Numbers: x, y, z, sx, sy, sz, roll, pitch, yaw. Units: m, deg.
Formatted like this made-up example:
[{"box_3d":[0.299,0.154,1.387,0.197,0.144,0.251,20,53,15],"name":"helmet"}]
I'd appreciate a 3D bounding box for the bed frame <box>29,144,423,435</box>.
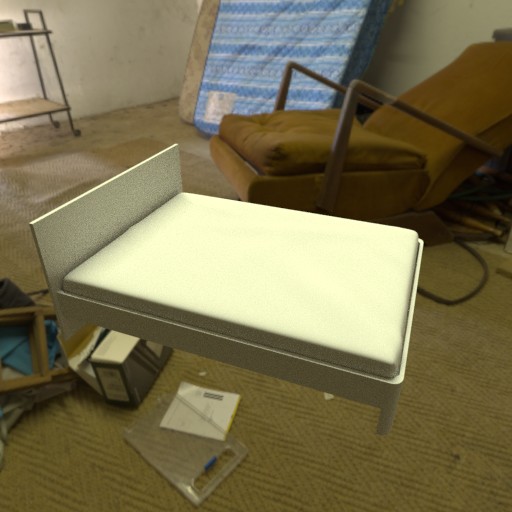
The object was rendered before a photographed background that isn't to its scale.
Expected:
[{"box_3d":[0.000,0.000,2.798,1.950,0.800,1.490,12,33,18],"name":"bed frame"}]
